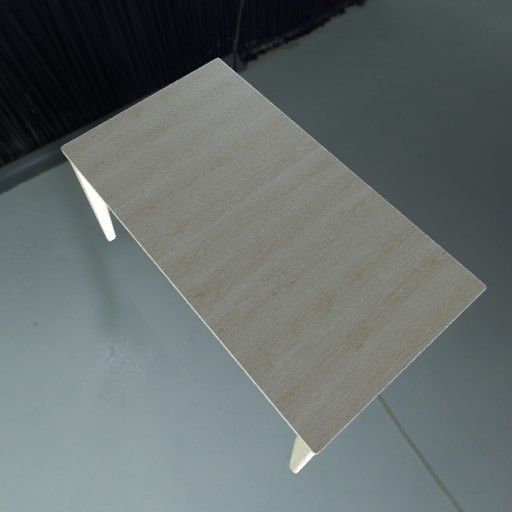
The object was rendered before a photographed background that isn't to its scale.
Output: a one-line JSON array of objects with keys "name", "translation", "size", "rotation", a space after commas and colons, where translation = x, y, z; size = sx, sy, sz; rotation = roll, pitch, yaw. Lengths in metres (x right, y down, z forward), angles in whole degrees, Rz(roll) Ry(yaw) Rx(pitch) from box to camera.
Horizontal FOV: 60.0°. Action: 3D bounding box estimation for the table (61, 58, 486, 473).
[{"name": "table", "translation": [0.000, 0.000, 2.046], "size": [0.900, 0.760, 1.600], "rotation": [-37, 69, -17]}]
